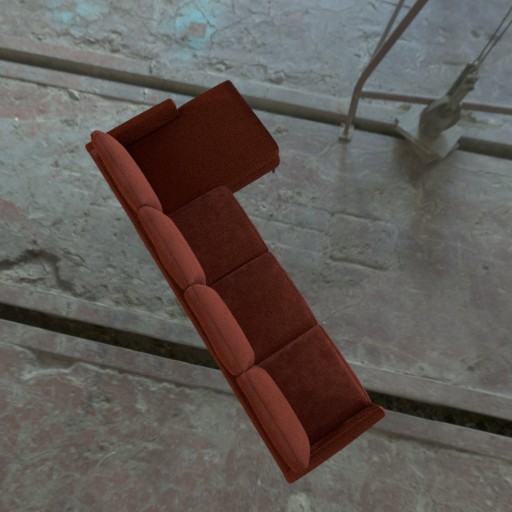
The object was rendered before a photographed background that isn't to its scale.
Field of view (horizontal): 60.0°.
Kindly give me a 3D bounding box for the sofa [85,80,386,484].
[{"bbox_3d":[0.000,0.000,3.425,1.350,0.810,2.932,-32,77,-8],"label":"sofa"}]
